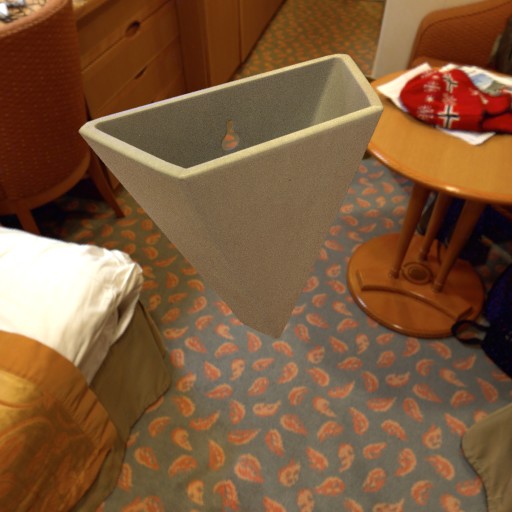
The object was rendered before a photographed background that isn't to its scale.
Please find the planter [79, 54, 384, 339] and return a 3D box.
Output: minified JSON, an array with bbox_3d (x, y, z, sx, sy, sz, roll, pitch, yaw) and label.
[{"bbox_3d":[0.000,0.000,0.275,0.150,0.197,0.060,-24,51,-21],"label":"planter"}]
